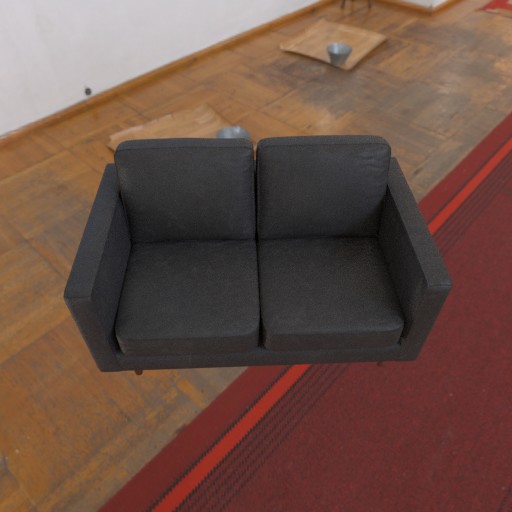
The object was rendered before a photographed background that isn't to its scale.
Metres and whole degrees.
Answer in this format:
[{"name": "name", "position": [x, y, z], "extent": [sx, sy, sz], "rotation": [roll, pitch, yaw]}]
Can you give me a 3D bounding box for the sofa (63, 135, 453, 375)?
[{"name": "sofa", "position": [0.000, 0.000, 2.053], "extent": [1.430, 0.899, 0.879], "rotation": [-2, 46, -2]}]
